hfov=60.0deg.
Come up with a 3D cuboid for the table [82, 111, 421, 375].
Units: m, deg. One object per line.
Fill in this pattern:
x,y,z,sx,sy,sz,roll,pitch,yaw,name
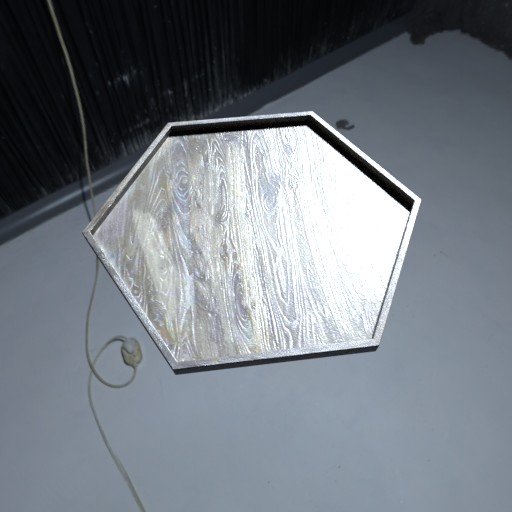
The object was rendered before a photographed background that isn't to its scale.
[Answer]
0.000,0.000,1.649,0.966,0.488,1.115,-32,63,-19,table
